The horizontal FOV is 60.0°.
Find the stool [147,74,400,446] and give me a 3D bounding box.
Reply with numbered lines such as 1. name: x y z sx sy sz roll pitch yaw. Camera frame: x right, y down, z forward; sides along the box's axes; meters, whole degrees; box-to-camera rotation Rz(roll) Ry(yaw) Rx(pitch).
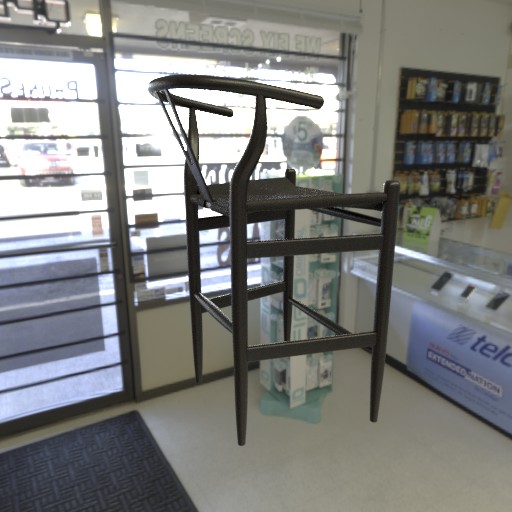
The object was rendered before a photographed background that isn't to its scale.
1. stool: 0.000 0.000 1.335 0.579 0.970 0.569 -7 17 -25
